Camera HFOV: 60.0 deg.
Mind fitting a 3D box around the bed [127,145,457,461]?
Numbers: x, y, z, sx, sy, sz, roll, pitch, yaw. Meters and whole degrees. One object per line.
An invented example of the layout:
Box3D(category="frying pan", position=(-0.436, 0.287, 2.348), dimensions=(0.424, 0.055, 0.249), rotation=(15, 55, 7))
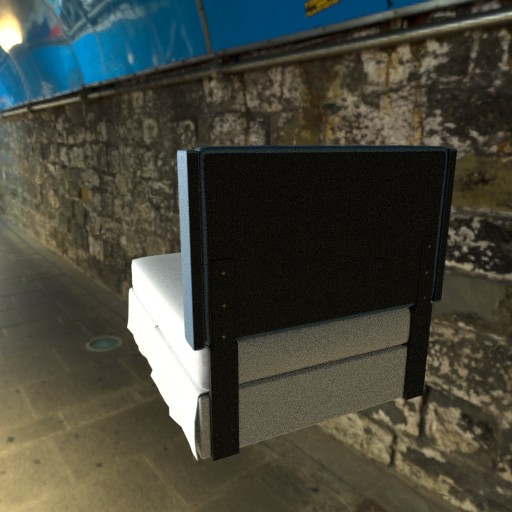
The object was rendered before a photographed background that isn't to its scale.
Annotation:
Box3D(category="bed", position=(0.000, 0.000, 3.422), dimensions=(1.719, 1.665, 2.078), rotation=(-7, 16, -25))
